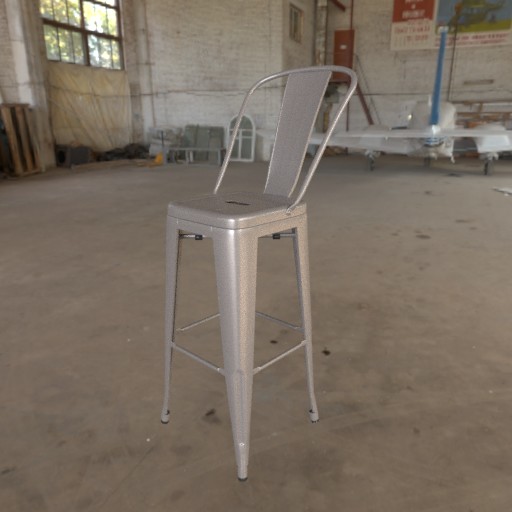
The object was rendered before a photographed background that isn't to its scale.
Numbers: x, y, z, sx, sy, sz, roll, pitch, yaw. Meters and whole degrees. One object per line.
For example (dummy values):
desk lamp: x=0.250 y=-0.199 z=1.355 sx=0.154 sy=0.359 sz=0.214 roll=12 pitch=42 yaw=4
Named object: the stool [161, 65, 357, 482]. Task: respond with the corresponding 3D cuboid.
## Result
stool: x=0.000 y=0.000 z=1.336 sx=0.399 sy=1.096 sz=0.513 roll=15 pitch=23 yaw=41
